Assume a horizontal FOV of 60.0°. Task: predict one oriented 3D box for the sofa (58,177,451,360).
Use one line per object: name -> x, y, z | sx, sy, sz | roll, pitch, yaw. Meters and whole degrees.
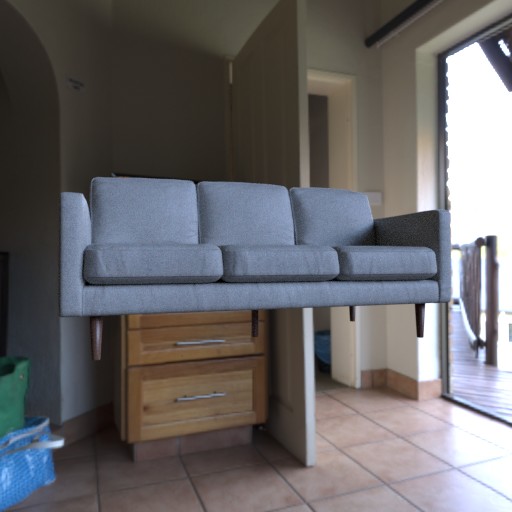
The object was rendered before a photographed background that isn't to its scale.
sofa -> 0.000, 0.000, 2.505 | 1.983, 0.918, 0.944 | 0, -1, -19
